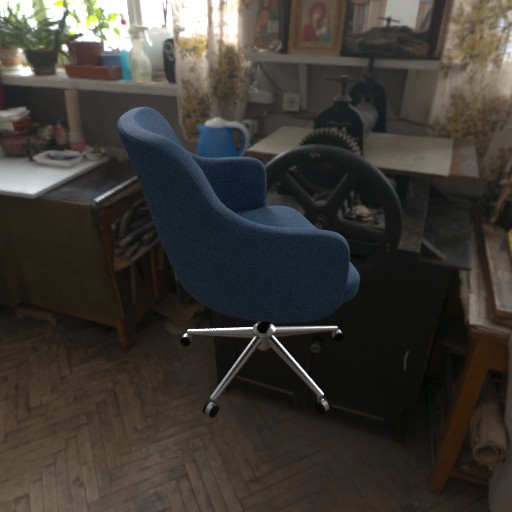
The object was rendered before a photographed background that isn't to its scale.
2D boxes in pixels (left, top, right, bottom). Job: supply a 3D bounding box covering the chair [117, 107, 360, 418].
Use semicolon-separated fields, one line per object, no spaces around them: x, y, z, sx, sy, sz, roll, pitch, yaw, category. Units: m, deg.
0.000;0.000;1.287;0.655;0.820;0.599;-10;32;-17;chair
